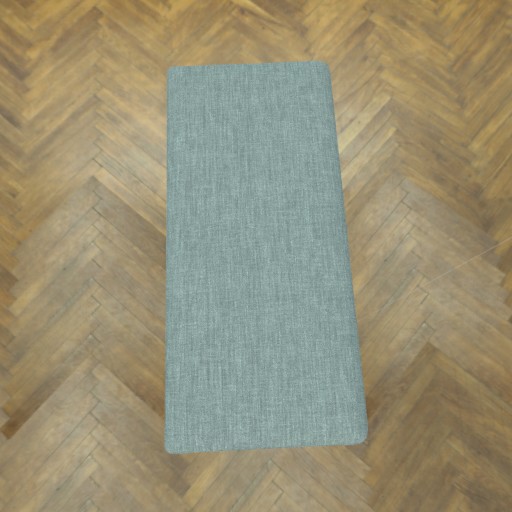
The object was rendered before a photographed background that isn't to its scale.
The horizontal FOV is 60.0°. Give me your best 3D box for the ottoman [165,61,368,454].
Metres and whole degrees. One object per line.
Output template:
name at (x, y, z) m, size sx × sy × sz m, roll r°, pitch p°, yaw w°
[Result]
ottoman at (0.000, 0.000, 1.154) m, size 0.419 × 0.432 × 0.902 m, roll -3°, pitch 75°, yaw -1°
